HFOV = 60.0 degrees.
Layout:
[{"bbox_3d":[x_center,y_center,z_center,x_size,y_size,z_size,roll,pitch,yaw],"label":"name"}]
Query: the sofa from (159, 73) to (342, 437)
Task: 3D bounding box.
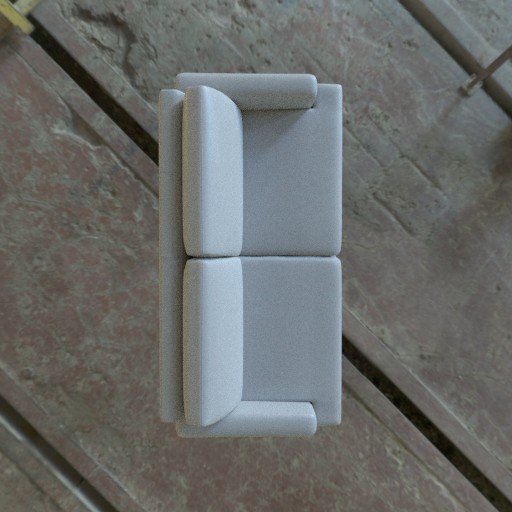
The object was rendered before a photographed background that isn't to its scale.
[{"bbox_3d":[0.000,0.000,2.470,0.974,0.765,1.940,0,91,-1],"label":"sofa"}]
